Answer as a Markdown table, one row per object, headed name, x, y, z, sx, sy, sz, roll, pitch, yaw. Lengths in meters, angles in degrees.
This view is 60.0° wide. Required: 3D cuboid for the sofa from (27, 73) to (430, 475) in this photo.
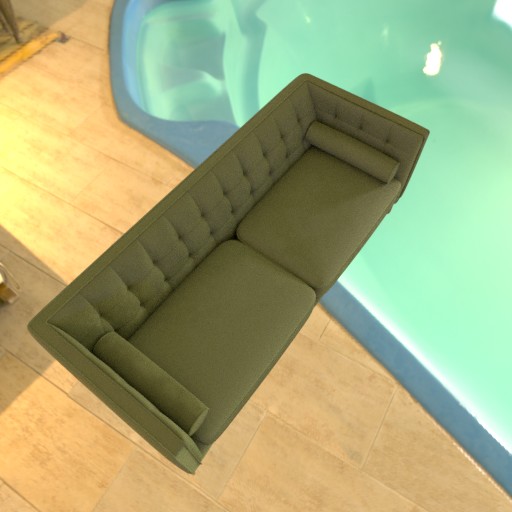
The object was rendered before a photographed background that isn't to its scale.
| name | x | y | z | sx | sy | sz | roll | pitch | yaw |
| --- | --- | --- | --- | --- | --- | --- | --- | --- | --- |
| sofa | 0.000 | 0.000 | 2.436 | 0.867 | 0.789 | 2.087 | 33 | 64 | 18 |
